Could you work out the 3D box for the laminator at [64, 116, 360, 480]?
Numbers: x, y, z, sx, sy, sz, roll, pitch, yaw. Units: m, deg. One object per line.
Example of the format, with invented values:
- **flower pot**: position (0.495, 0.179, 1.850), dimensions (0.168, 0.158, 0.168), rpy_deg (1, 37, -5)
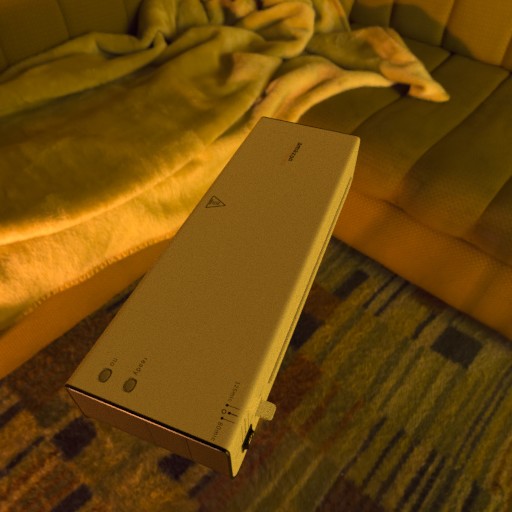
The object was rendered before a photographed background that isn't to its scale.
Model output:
- **laminator**: position (0.000, 0.000, 0.386), dimensions (0.123, 0.062, 0.340), rpy_deg (16, 49, 14)
